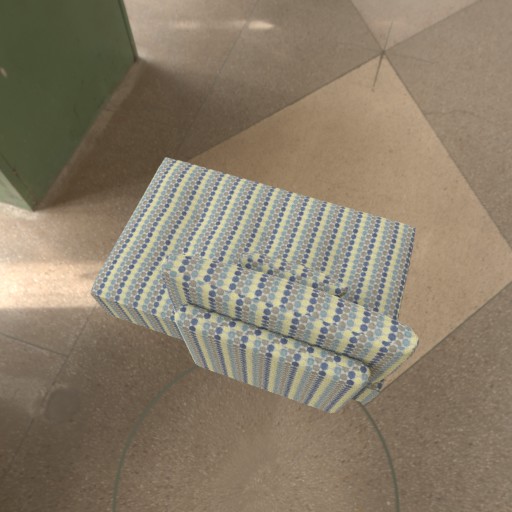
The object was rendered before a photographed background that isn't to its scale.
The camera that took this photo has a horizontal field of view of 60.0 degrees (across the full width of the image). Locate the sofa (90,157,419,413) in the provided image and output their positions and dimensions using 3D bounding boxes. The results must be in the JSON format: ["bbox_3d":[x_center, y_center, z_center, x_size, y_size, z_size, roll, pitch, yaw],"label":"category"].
[{"bbox_3d":[0.000,0.000,2.097,1.450,0.820,1.000,17,64,9],"label":"sofa"}]
